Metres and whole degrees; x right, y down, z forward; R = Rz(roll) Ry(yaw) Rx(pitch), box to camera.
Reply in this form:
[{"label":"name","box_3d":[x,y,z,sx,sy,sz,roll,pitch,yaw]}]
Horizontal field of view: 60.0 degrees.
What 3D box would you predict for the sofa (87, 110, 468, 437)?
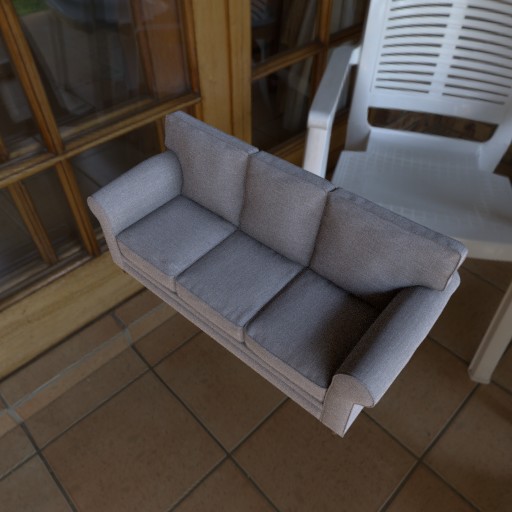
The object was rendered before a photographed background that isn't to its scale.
[{"label":"sofa","box_3d":[0.000,0.000,2.659,2.084,0.961,0.916,32,54,27]}]
